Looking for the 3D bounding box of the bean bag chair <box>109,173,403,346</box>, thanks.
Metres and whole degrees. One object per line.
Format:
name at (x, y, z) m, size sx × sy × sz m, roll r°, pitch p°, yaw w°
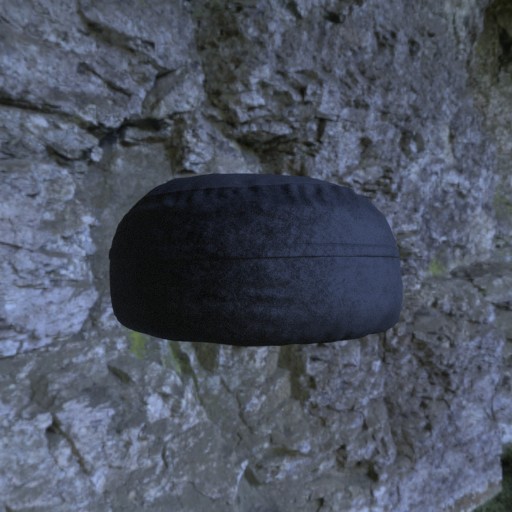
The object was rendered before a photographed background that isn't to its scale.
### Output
bean bag chair at (0.000, 0.000, 2.429) m, size 1.525 × 0.751 × 1.525 m, roll 0°, pitch 0°, yaw 0°
